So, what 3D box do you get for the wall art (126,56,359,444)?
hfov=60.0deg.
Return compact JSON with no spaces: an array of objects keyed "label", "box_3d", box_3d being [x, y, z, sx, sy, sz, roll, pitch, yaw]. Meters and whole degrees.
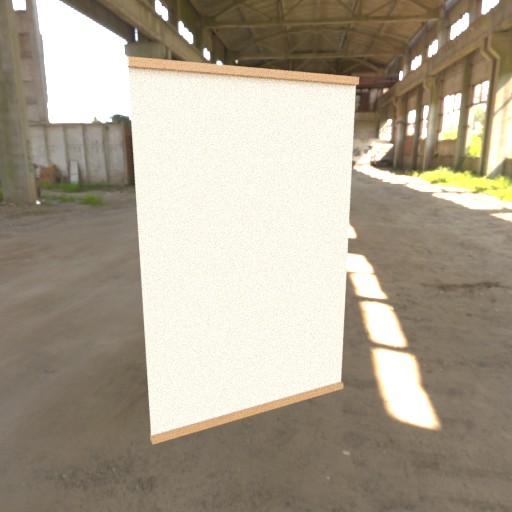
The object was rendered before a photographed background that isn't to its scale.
[{"label":"wall art","box_3d":[0.000,0.000,1.294,0.669,1.020,0.027,-7,15,-26]}]
